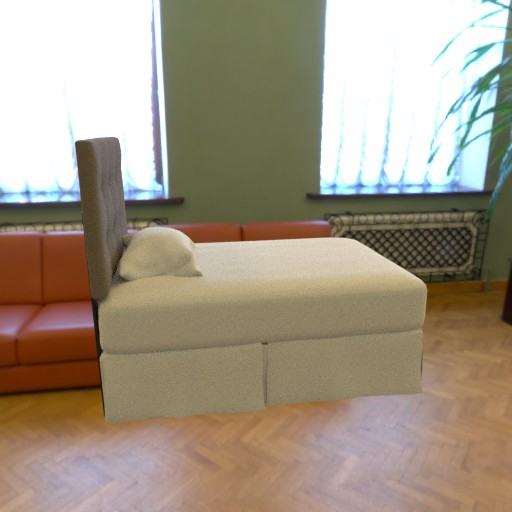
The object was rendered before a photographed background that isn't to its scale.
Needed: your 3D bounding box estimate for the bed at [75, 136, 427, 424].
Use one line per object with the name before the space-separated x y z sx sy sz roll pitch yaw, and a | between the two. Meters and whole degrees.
bed | 0.000 0.000 3.027 1.997 1.571 1.261 -3 16 -10
